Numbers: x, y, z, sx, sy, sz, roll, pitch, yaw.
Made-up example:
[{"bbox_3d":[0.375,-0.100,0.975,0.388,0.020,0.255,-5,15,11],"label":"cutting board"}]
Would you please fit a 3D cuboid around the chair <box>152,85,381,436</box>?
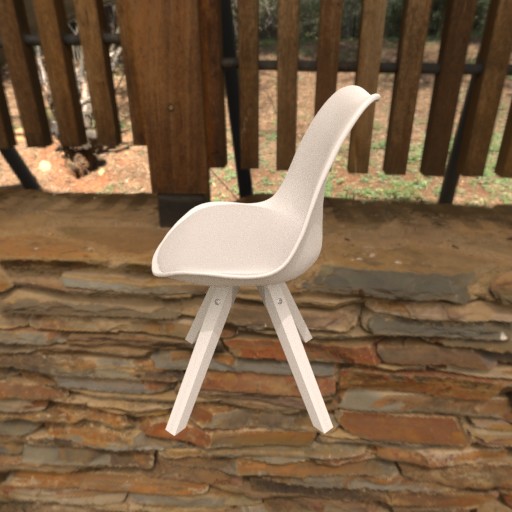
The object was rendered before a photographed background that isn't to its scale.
[{"bbox_3d":[0.000,0.000,1.205,0.550,0.850,0.485,0,26,-1],"label":"chair"}]
